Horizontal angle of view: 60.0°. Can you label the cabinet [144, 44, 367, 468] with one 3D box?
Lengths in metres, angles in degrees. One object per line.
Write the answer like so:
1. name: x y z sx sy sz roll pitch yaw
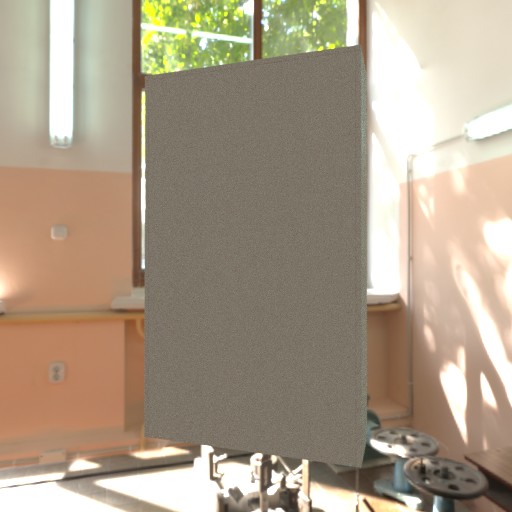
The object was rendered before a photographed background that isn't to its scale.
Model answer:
1. cabinet: 0.000 0.000 1.574 0.750 1.280 0.250 0 0 18
